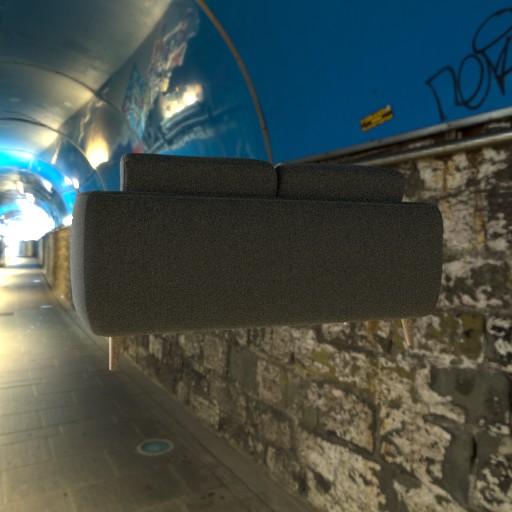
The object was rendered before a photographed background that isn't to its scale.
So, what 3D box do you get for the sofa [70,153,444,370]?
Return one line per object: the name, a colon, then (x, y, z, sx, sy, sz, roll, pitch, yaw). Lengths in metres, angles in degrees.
sofa: (0.000, 0.000, 2.242, 1.700, 0.870, 0.920, 0, 1, -18)
